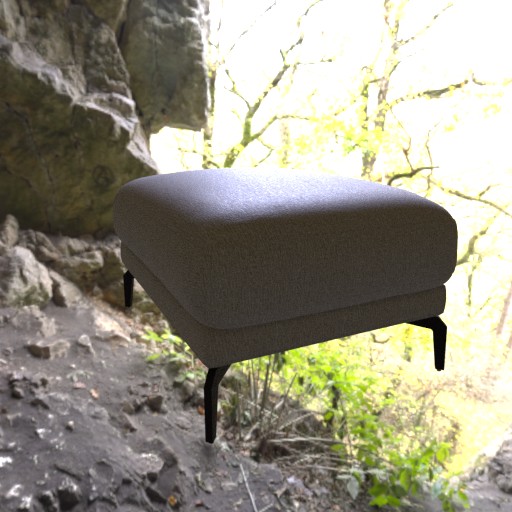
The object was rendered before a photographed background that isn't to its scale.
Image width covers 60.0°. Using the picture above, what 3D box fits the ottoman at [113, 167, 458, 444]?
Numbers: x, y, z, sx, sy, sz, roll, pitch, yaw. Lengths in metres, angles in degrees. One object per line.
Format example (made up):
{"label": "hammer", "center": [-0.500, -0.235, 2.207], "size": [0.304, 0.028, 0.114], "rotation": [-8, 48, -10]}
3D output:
{"label": "ottoman", "center": [0.000, 0.000, 1.089], "size": [0.568, 0.420, 0.772], "rotation": [-7, 16, -26]}
